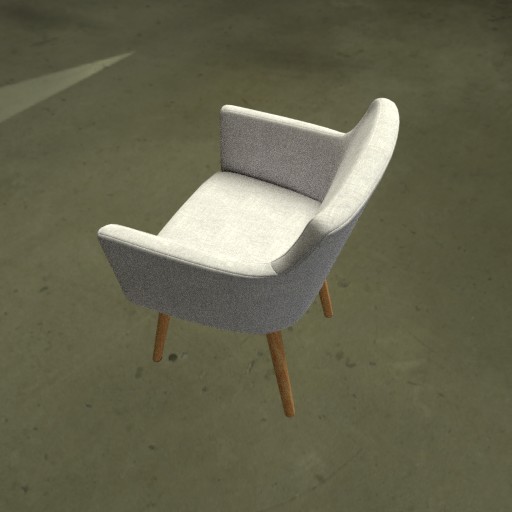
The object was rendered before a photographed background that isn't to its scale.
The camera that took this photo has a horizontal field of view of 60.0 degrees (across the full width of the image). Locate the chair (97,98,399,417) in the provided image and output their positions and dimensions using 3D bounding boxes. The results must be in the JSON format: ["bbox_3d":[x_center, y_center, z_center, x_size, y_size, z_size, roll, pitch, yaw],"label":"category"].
[{"bbox_3d":[0.000,0.000,1.153,0.540,0.780,0.570,18,49,16],"label":"chair"}]
